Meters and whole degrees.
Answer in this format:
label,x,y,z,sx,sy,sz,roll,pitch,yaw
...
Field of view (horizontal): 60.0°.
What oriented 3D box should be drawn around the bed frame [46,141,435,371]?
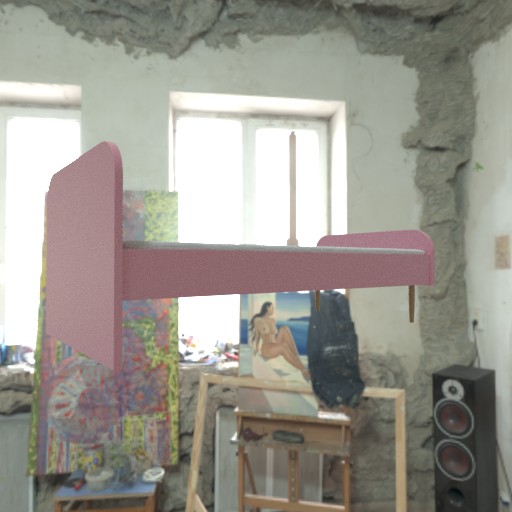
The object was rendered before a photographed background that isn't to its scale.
label,x,y,z,sx,sy,sz,roll,pitch,yaw
bed frame,0.000,0.000,2.489,1.963,0.805,0.998,1,-1,-37
